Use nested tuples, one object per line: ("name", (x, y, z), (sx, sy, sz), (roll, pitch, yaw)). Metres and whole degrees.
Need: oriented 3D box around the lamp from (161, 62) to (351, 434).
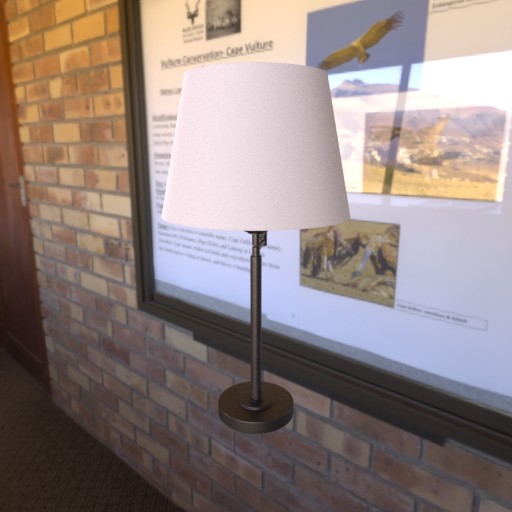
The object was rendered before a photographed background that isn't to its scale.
("lamp", (0.000, 0.000, 0.888), (0.363, 0.696, 0.363), (0, 13, 0))
